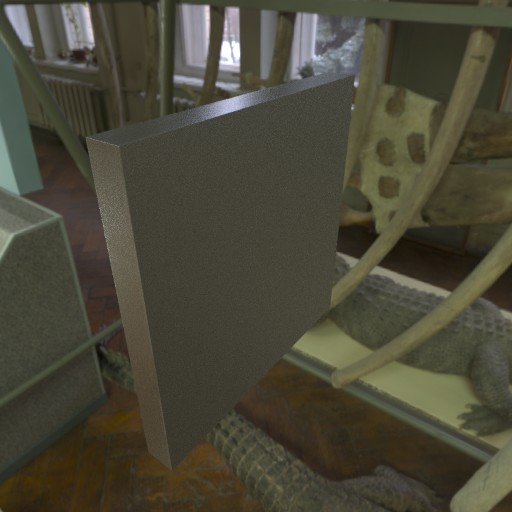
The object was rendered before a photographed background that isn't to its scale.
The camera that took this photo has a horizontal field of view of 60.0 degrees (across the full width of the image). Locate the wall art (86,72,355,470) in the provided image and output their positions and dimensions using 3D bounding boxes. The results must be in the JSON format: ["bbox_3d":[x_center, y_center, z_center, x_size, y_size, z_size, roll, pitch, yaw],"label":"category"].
[{"bbox_3d":[0.000,0.000,0.510,0.038,0.350,0.350,21,37,31],"label":"wall art"}]
